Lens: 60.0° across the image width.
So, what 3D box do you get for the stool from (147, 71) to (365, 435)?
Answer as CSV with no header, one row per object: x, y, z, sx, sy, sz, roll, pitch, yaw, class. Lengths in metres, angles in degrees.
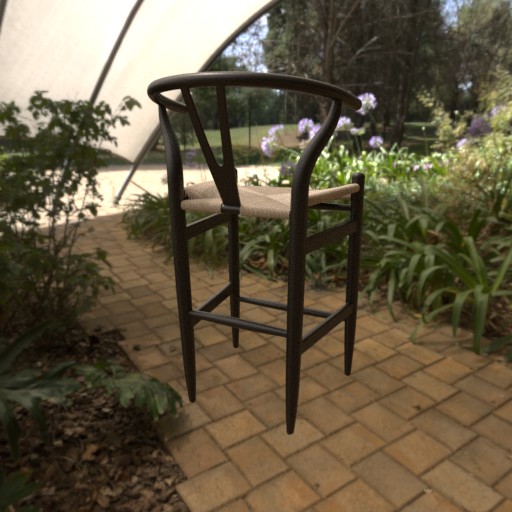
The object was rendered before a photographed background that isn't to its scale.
0.000,0.000,1.336,0.569,0.970,0.579,8,17,26,stool
